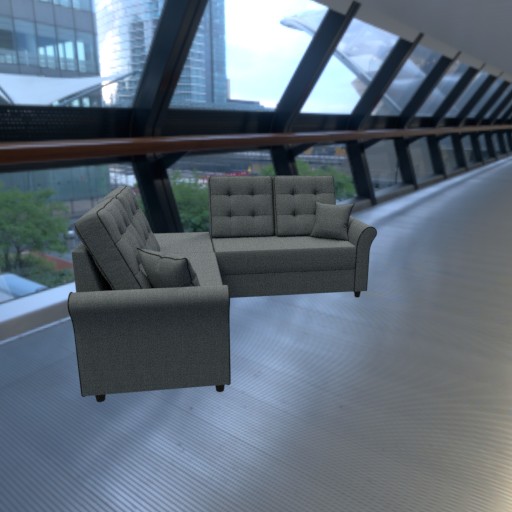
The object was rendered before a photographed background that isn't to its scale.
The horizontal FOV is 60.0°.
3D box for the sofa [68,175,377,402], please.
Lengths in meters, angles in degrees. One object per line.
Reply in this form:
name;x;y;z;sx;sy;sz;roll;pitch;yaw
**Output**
sofa;0.000;0.000;3.197;2.070;0.988;2.068;-2;16;-8
